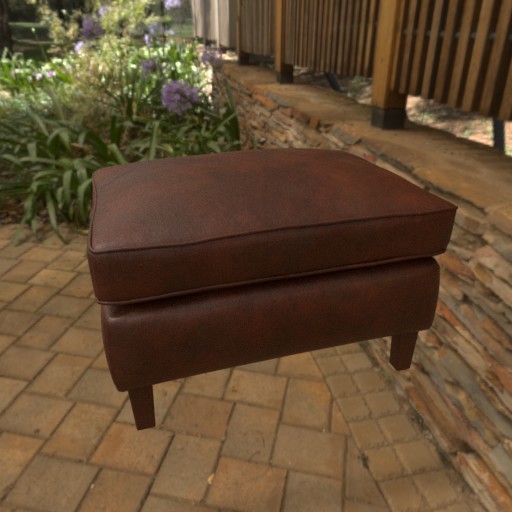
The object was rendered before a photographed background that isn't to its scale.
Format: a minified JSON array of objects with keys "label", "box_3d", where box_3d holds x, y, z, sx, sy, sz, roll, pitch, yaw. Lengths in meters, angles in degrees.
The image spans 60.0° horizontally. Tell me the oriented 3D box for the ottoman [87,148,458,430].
[{"label":"ottoman","box_3d":[0.000,0.000,0.991,0.665,0.432,0.501,-8,28,-15]}]
